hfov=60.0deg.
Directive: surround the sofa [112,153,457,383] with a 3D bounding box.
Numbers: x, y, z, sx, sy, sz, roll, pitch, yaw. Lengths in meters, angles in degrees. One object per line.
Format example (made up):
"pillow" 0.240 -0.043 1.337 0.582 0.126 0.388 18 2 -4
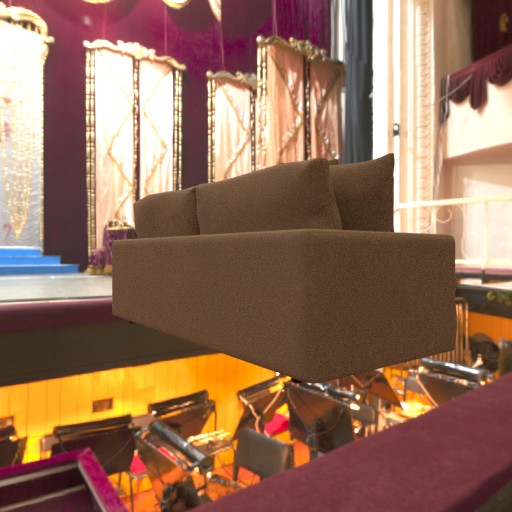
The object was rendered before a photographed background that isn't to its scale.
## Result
"sofa" 0.000 0.000 3.039 1.228 1.084 2.380 0 1 -36
